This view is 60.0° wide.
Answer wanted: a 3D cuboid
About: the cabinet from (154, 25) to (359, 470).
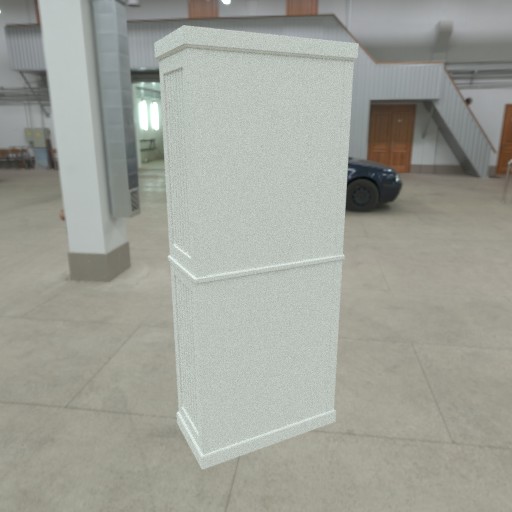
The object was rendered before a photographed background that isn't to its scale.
[{"bbox_3d":[0.000,0.000,2.088,0.754,1.829,0.390,-8,18,-26],"label":"cabinet"}]
